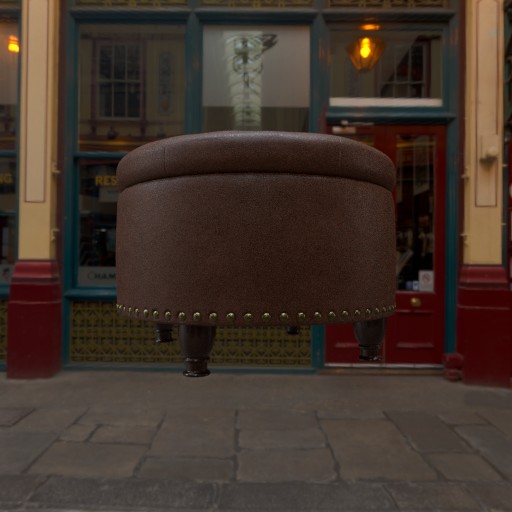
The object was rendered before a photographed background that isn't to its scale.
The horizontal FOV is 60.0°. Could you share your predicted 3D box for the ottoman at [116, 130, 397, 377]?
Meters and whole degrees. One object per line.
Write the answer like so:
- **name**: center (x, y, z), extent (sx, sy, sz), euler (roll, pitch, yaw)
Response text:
- **ottoman**: center (0.000, 0.000, 1.055), extent (0.637, 0.442, 0.637), euler (0, -1, 0)
